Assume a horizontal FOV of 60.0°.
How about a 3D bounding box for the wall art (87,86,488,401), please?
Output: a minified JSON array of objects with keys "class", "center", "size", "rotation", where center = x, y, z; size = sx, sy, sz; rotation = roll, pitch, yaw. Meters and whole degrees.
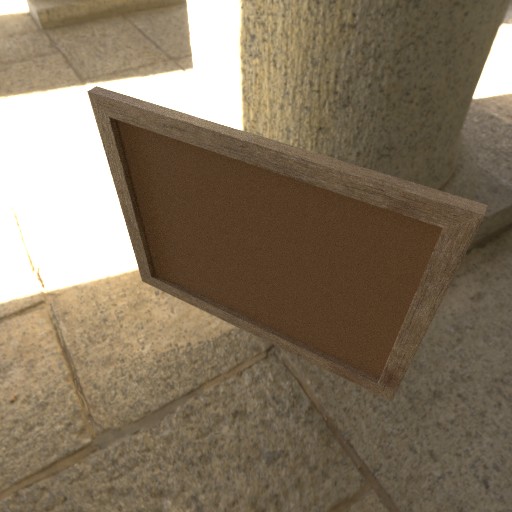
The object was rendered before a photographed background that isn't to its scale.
[{"class":"wall art","center":[0.000,0.000,0.889],"size":[0.690,0.535,0.026],"rotation":[22,51,20]}]
